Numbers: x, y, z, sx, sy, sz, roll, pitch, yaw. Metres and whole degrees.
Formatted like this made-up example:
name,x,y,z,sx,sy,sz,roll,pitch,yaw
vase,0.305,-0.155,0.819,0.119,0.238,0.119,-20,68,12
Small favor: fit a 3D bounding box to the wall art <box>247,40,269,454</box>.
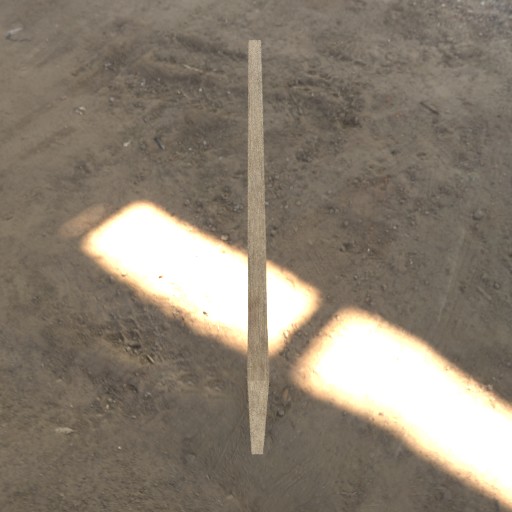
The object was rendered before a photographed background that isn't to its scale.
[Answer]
name,x,y,z,sx,sy,sz,roll,pitch,yaw
wall art,0.000,0.000,0.932,0.026,0.535,0.690,0,57,0
